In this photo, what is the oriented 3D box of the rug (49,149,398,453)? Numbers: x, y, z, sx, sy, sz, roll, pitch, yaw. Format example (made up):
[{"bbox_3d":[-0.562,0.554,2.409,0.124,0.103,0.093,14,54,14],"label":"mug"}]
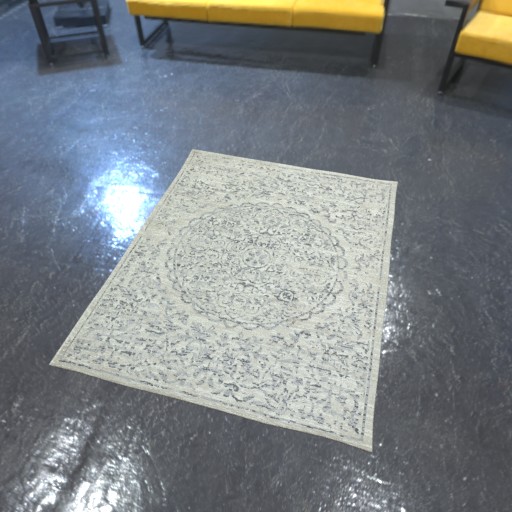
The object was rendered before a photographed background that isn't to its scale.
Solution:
[{"bbox_3d":[0.000,0.000,3.995,2.343,0.026,2.925,11,48,11],"label":"rug"}]
